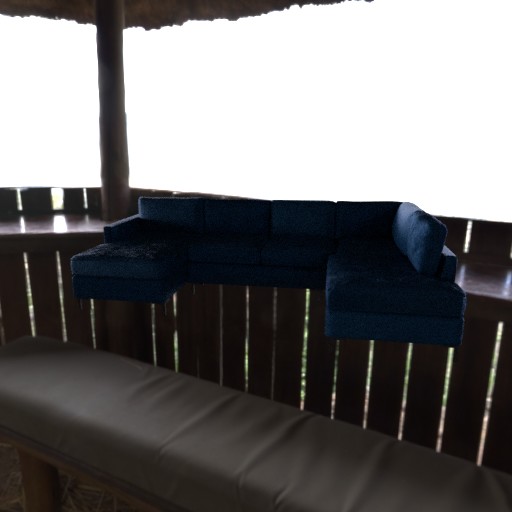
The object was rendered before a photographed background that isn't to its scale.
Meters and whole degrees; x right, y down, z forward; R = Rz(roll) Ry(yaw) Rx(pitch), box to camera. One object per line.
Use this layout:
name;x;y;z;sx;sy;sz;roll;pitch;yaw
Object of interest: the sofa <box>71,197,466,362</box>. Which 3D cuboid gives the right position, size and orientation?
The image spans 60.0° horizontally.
sofa;0.000;0.000;4.409;3.434;0.992;2.055;2;14;10
